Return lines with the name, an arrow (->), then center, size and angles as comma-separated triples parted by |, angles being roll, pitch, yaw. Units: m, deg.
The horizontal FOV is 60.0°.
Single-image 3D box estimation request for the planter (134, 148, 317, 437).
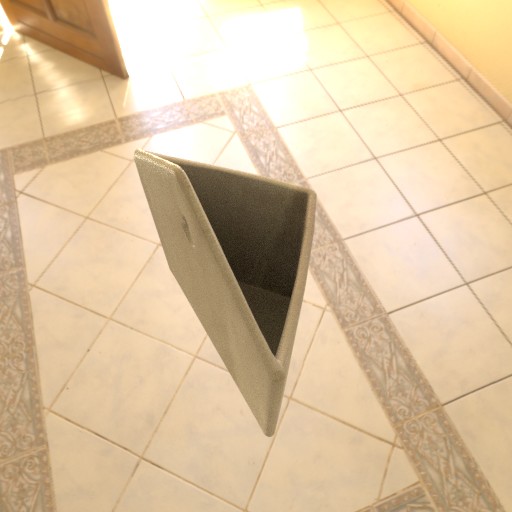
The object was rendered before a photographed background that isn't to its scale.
planter -> 0.000, 0.000, 0.273 | 0.080, 0.194, 0.163 | -27, 62, -16
